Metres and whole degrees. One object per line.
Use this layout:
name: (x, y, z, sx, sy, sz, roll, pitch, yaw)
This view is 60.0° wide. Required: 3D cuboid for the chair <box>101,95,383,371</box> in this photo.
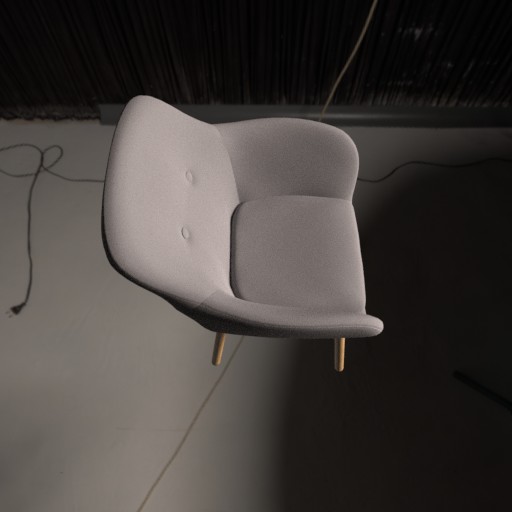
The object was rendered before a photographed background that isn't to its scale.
chair: (0.000, 0.000, 1.232, 0.590, 0.830, 0.570, -1, 63, 0)
